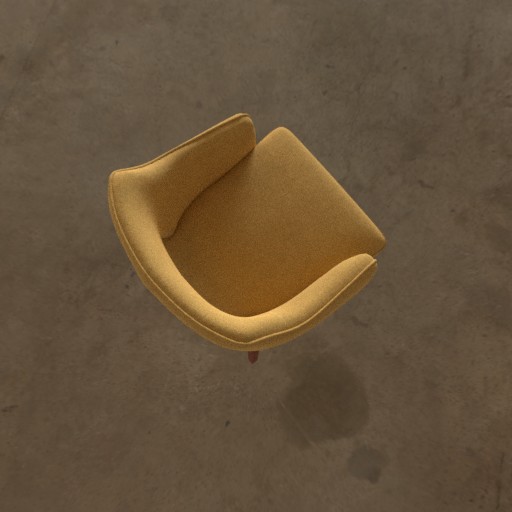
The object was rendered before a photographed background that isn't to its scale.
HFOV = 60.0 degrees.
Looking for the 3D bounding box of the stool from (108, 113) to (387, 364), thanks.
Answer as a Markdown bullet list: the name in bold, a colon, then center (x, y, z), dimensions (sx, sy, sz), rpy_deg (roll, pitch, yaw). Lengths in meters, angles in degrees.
- **stool**: center (0.000, 0.000, 1.345), dimensions (0.558, 1.012, 0.548), rpy_deg (-37, 79, -9)
